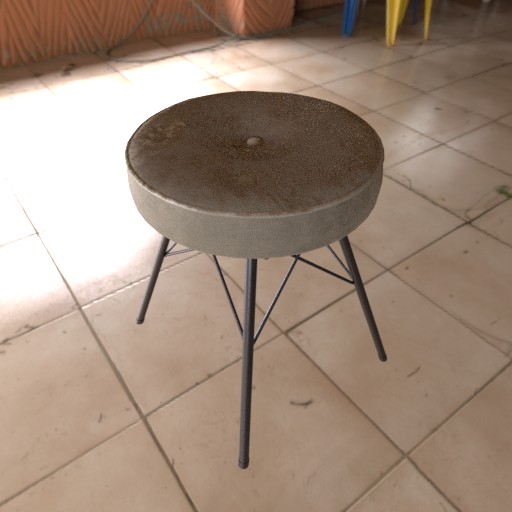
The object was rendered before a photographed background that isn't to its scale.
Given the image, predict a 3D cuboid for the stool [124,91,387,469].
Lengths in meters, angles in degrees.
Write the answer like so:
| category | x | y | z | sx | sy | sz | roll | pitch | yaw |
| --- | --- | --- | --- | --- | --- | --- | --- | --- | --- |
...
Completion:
| category | x | y | z | sx | sy | sz | roll | pitch | yaw |
| --- | --- | --- | --- | --- | --- | --- | --- | --- | --- |
| stool | 0.000 | 0.000 | 0.881 | 0.423 | 0.538 | 0.457 | -27 | 48 | -27 |
